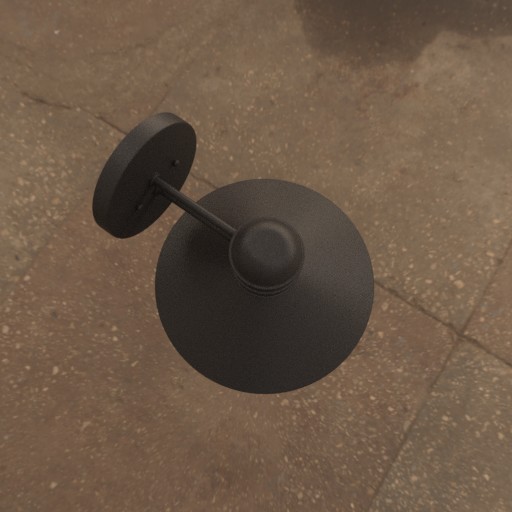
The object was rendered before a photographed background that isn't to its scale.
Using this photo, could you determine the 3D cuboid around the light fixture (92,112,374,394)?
[{"bbox_3d":[0.000,0.000,0.683,0.434,0.265,0.396,34,78,8],"label":"light fixture"}]
